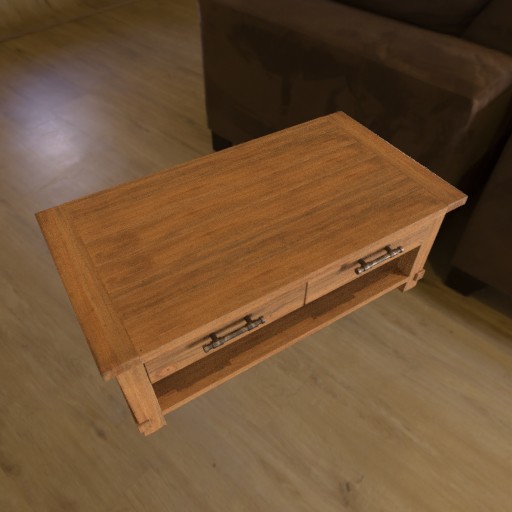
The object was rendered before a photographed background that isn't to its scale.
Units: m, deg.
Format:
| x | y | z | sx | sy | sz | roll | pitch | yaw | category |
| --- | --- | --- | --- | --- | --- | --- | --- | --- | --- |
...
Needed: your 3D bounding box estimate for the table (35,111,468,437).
| x | y | z | sx | sy | sz | roll | pitch | yaw | category |
| --- | --- | --- | --- | --- | --- | --- | --- | --- | --- |
| 0.000 | 0.000 | 1.644 | 1.270 | 0.494 | 0.693 | -24 | 51 | -21 | table |
